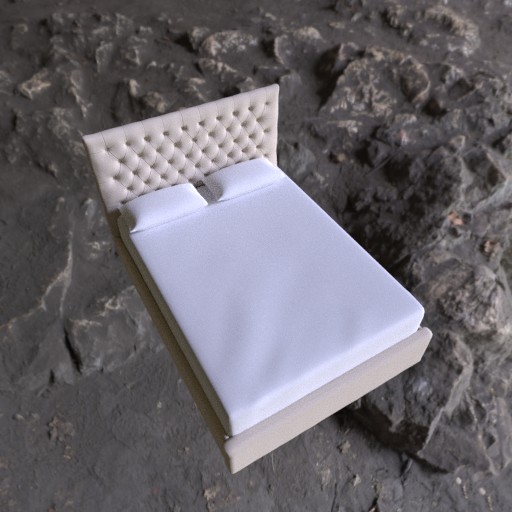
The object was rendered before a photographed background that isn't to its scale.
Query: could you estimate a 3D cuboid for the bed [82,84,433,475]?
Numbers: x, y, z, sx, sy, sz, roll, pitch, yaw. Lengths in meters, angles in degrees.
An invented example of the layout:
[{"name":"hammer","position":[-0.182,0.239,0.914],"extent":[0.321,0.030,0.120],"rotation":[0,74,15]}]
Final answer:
[{"name":"bed","position":[0.000,0.000,3.372],"extent":[1.696,1.426,2.233],"rotation":[-23,51,-20]}]
